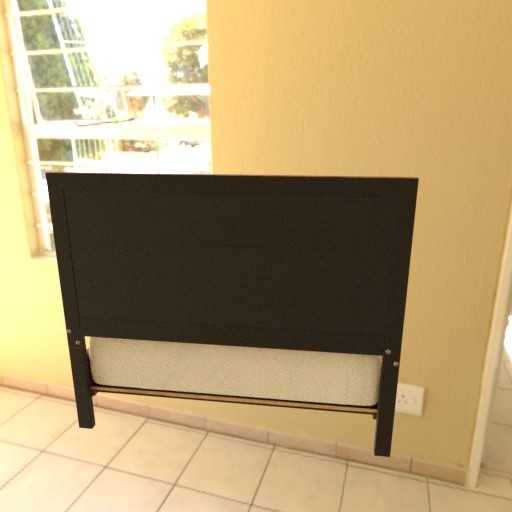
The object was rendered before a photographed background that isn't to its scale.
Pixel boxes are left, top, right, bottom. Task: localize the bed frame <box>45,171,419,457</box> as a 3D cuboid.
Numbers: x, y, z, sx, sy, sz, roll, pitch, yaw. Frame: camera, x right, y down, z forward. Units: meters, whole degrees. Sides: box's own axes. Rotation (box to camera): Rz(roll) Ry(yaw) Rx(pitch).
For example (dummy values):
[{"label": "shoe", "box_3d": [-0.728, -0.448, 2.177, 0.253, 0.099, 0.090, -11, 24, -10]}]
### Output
[{"label": "bed frame", "box_3d": [0.000, 0.000, 3.256, 1.696, 1.417, 2.276, 2, 17, 7]}]
